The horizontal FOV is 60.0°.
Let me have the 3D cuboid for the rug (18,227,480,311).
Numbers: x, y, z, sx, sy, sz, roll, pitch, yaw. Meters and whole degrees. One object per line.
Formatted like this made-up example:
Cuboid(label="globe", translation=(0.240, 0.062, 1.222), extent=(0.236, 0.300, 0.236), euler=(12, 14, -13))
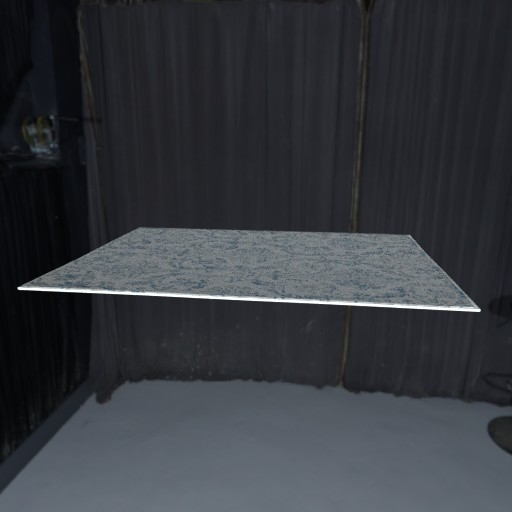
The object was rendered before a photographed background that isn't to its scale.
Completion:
Cuboid(label="rug", translation=(0.000, 0.000, 2.839), extent=(2.197, 0.014, 1.586), euler=(2, 15, 8))
